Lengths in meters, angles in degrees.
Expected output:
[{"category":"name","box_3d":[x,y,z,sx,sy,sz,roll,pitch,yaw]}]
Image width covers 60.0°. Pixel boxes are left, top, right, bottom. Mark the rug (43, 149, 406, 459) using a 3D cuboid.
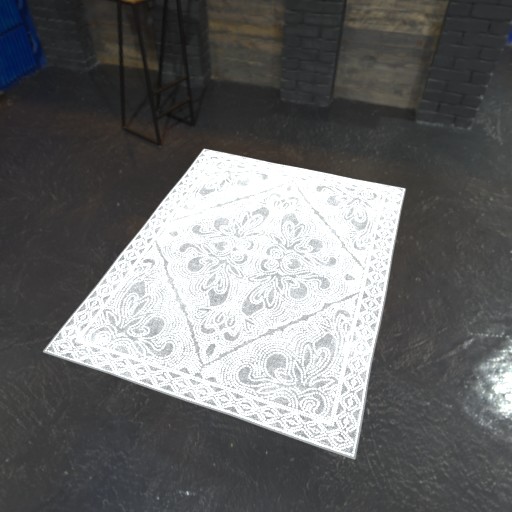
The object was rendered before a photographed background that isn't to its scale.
[{"category":"rug","box_3d":[0.000,0.000,4.124,2.438,0.012,3.048,14,47,14]}]
